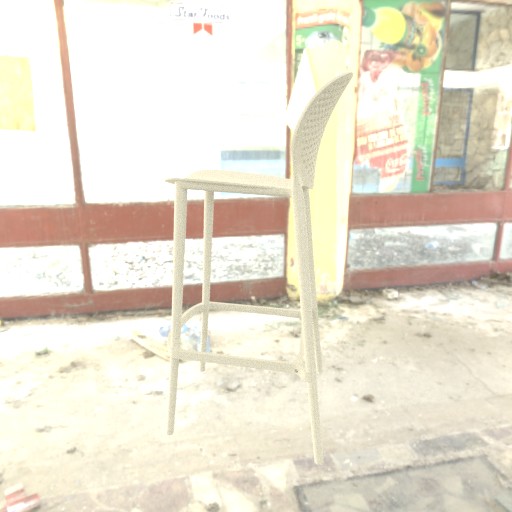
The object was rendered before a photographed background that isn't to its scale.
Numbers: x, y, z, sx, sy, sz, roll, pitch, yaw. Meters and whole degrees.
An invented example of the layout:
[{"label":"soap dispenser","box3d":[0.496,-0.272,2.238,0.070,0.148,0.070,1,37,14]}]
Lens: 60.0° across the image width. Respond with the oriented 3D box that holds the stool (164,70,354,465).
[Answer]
[{"label":"stool","box3d":[0.000,0.000,1.379,0.535,1.045,0.536,2,15,8]}]
